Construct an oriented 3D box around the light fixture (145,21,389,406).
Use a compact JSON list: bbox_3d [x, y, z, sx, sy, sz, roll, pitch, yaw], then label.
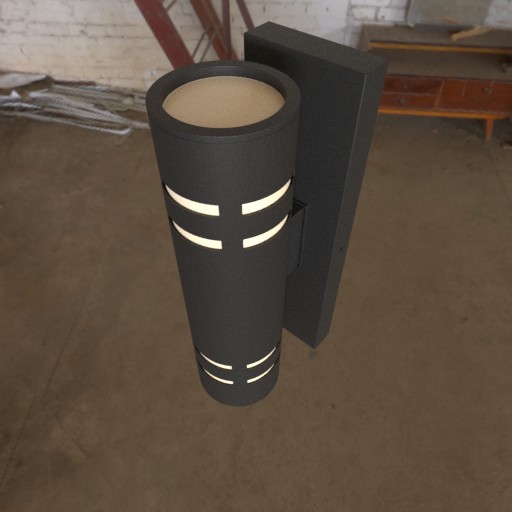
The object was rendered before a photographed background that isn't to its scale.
[{"bbox_3d":[0.000,0.000,0.396,0.105,0.330,0.149,32,55,26],"label":"light fixture"}]
